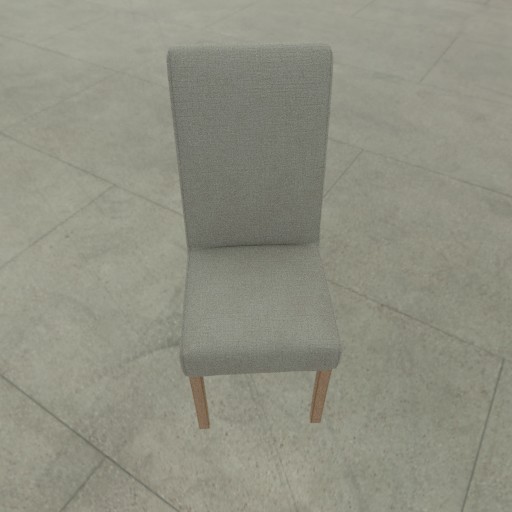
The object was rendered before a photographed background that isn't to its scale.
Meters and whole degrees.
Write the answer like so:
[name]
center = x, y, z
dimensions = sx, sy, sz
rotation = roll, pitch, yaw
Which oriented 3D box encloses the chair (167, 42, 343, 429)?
[chair]
center = 0.000, 0.000, 1.340
dimensions = 0.450, 1.033, 0.611
rotation = -2, 46, -2
